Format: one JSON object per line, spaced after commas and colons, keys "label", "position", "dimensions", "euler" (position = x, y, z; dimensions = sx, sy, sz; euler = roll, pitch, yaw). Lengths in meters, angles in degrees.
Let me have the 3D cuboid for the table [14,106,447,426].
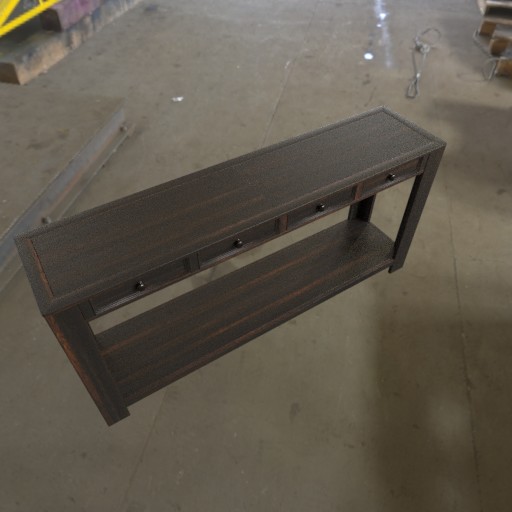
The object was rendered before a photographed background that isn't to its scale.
{"label": "table", "position": [0.000, 0.000, 1.907], "dimensions": [1.631, 0.762, 0.384], "euler": [-24, 51, -21]}
